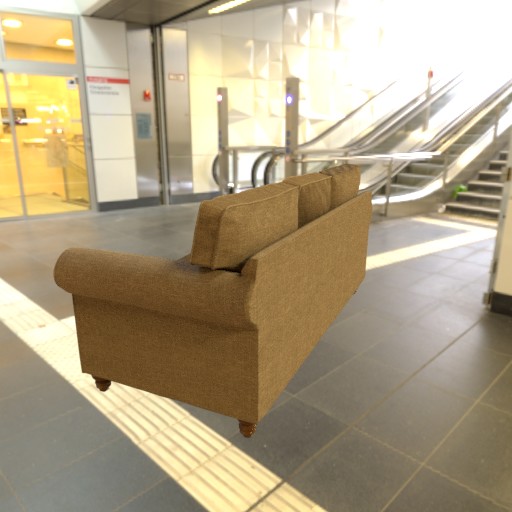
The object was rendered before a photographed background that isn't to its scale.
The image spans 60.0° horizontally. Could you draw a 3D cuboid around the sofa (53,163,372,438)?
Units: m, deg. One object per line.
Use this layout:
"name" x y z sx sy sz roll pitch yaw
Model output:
"sofa" 0.000 0.000 2.566 0.916 0.961 2.084 7 17 24
